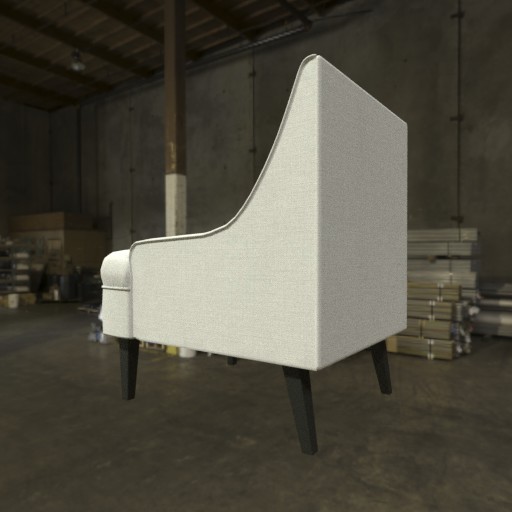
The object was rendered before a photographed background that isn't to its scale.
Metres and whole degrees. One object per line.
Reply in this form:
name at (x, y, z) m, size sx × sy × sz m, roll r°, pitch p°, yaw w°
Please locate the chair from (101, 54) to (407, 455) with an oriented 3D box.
chair at (0.000, 0.000, 1.416) m, size 0.772 × 0.891 × 0.658 m, roll 0°, pitch 1°, yaw 35°
